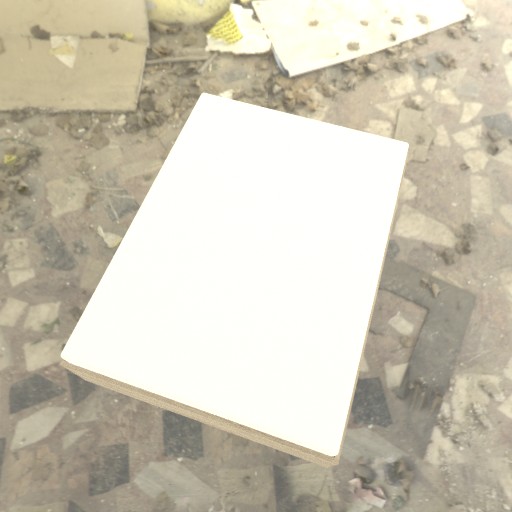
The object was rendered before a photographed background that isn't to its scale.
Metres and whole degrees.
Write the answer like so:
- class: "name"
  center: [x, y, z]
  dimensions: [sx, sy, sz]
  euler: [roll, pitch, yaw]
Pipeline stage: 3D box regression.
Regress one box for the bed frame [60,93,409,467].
- class: "bed frame"
  center: [0.000, 0.000, 2.691]
  dimensions: [1.448, 0.490, 1.944]
  euler: [17, 64, 8]
